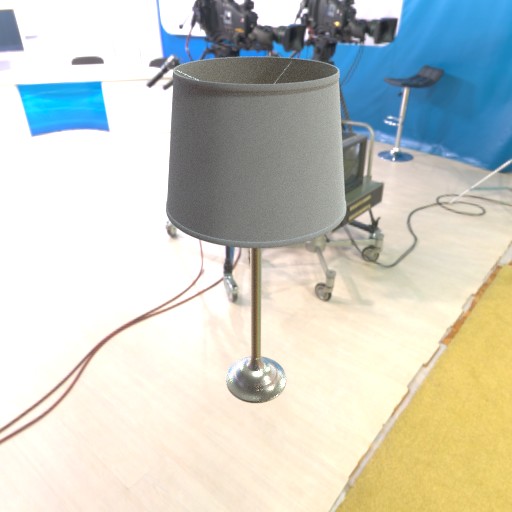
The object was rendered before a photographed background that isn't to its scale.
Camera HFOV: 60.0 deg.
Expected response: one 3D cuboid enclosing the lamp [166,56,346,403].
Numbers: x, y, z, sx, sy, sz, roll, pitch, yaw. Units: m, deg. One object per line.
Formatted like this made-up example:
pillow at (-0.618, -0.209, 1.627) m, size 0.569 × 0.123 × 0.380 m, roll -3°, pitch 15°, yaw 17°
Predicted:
lamp at (0.000, 0.000, 0.885) m, size 0.331 × 0.698 × 0.331 m, roll 0°, pitch 32°, yaw 0°
